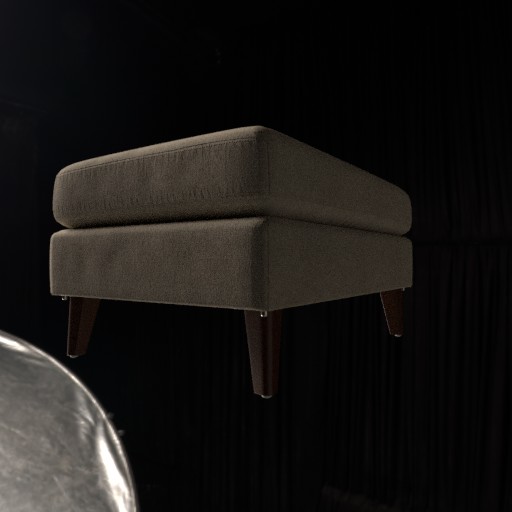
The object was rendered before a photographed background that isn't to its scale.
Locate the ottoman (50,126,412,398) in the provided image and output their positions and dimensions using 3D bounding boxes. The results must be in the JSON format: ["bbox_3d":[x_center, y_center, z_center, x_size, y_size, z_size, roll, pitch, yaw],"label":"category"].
[{"bbox_3d":[0.000,0.000,1.185,0.610,0.478,0.823,0,-1,34],"label":"ottoman"}]
